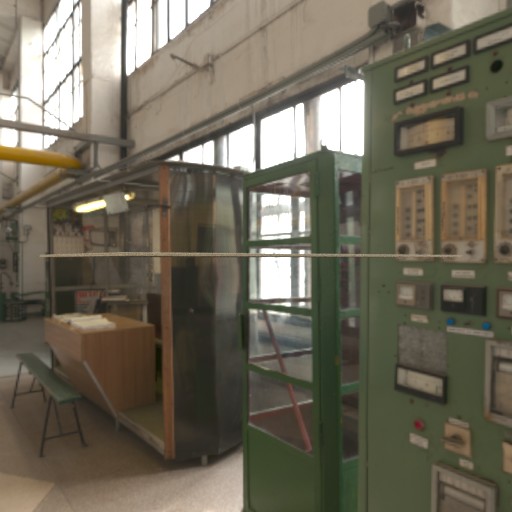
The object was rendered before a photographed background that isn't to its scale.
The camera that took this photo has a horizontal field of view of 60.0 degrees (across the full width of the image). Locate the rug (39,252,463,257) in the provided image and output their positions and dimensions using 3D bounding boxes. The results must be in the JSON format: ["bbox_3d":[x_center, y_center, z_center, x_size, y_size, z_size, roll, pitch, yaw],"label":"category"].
[{"bbox_3d":[0.000,0.000,2.291,1.829,0.010,1.219,0,0,-36],"label":"rug"}]
